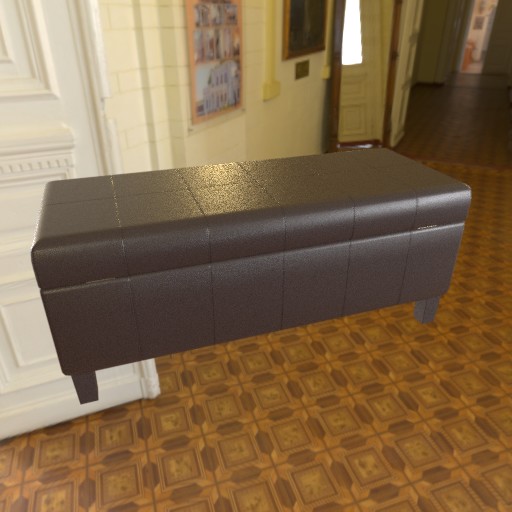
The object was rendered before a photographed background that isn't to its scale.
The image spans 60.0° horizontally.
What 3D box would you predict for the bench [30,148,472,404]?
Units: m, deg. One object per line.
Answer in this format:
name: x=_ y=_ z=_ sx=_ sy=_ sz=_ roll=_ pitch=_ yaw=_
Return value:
bench: x=0.000 y=0.000 z=1.300 sx=1.092 sy=0.457 sz=0.429 roll=-9 pitch=30 yaw=-16
